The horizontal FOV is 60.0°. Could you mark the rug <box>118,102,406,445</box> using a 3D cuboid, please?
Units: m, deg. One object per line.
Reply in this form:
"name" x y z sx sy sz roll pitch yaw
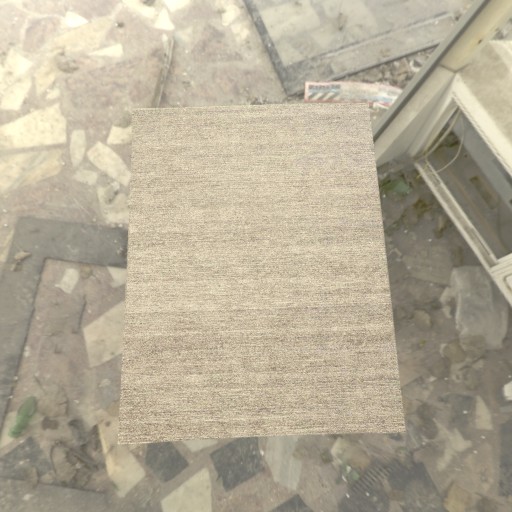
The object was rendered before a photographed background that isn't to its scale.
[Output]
"rug" 0.000 0.000 4.129 2.434 0.045 3.202 -2 75 0
